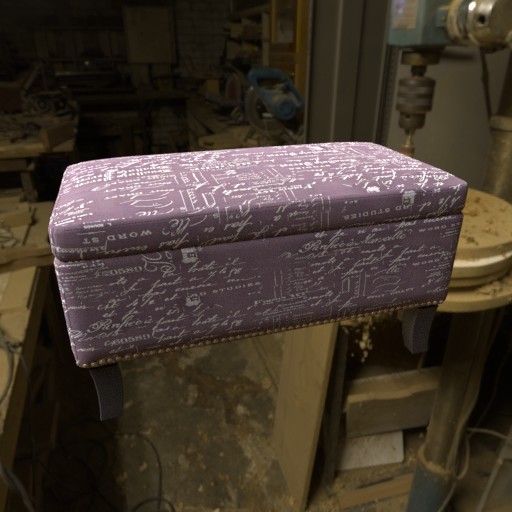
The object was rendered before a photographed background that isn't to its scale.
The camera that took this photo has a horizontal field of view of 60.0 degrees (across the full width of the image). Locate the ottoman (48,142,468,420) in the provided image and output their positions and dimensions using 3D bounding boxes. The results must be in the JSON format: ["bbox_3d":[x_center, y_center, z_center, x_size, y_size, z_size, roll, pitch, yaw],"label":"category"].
[{"bbox_3d":[0.000,0.000,1.048,0.813,0.457,0.406,-8,27,-15],"label":"ottoman"}]
